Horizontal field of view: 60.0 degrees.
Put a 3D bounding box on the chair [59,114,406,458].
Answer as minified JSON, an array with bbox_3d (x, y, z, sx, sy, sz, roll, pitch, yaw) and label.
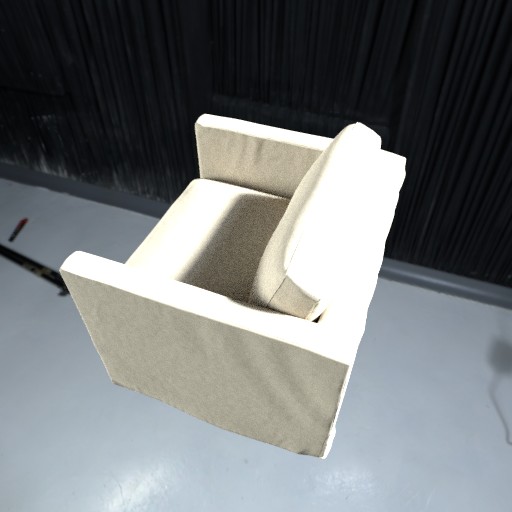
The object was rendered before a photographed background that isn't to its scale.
[{"bbox_3d":[0.000,0.000,1.761,0.949,0.867,1.057,15,48,14],"label":"chair"}]
